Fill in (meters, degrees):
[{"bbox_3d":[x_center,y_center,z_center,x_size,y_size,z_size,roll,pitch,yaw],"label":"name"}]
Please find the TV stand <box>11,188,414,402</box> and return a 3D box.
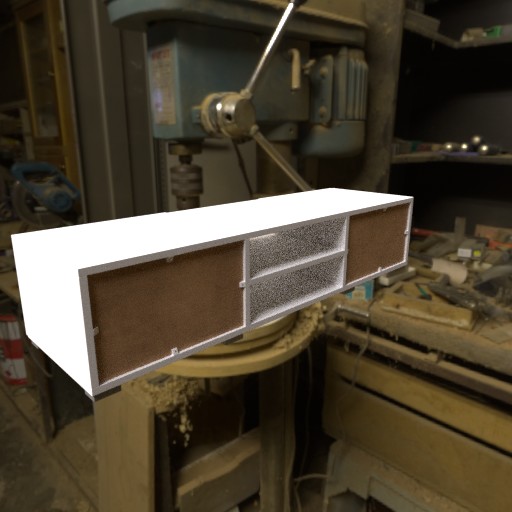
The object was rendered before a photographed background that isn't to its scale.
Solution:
[{"bbox_3d":[0.000,0.000,1.537,1.400,0.310,0.420,-15,22,-42],"label":"TV stand"}]
